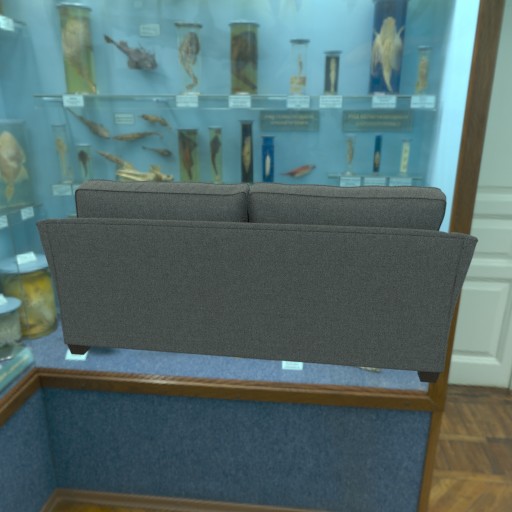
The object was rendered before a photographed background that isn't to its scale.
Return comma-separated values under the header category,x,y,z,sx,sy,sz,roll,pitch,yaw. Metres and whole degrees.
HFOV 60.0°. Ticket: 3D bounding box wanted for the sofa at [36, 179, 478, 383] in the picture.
category,x,y,z,sx,sy,sz,roll,pitch,yaw
sofa,0.000,0.000,2.721,2.203,0.976,1.013,3,18,8
